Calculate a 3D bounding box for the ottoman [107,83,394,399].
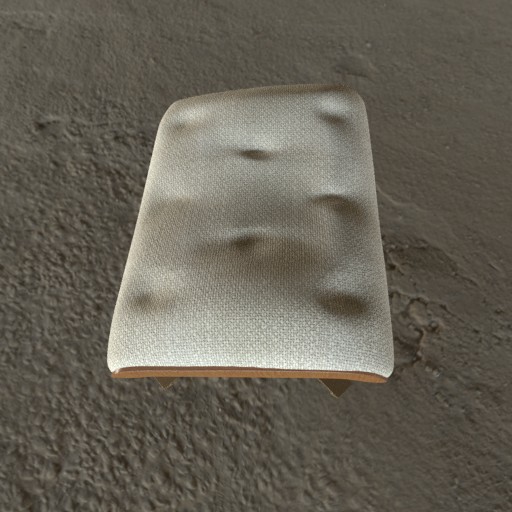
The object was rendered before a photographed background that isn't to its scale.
[{"bbox_3d":[0.000,0.000,0.799,0.394,0.391,0.520,3,58,2],"label":"ottoman"}]
